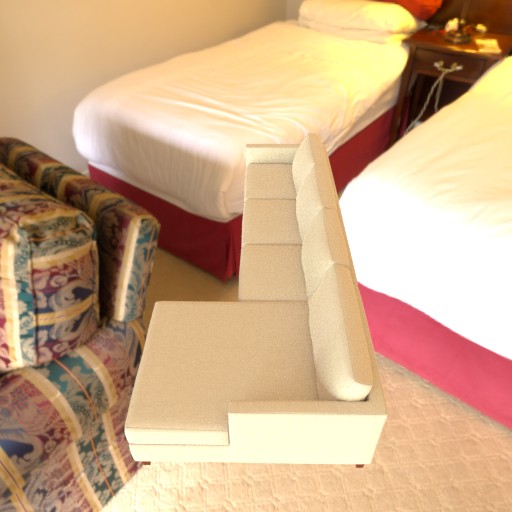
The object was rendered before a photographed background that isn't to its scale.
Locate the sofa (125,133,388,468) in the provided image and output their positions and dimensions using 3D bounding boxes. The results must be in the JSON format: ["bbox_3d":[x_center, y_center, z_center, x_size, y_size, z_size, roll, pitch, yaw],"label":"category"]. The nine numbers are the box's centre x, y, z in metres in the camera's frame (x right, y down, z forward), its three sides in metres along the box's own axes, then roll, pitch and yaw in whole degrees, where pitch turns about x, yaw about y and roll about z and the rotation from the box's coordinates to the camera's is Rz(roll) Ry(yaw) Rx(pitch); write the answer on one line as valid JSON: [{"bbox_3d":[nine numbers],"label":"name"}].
[{"bbox_3d":[0.000,0.000,4.032,1.599,0.954,3.471,0,40,1],"label":"sofa"}]
